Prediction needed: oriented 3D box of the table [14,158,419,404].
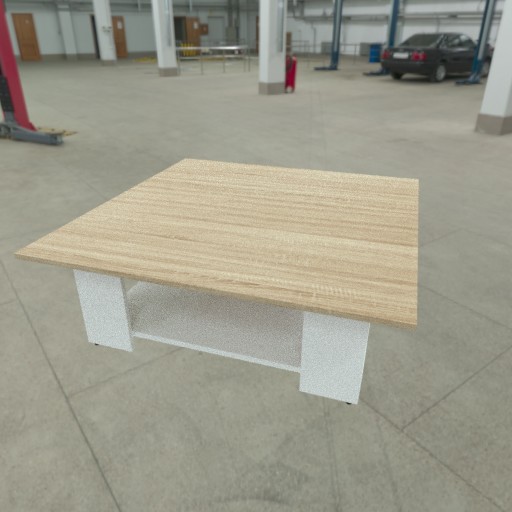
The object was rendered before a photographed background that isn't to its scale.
[{"bbox_3d":[0.000,0.000,1.348,0.890,0.305,0.890,9,28,16],"label":"table"}]
